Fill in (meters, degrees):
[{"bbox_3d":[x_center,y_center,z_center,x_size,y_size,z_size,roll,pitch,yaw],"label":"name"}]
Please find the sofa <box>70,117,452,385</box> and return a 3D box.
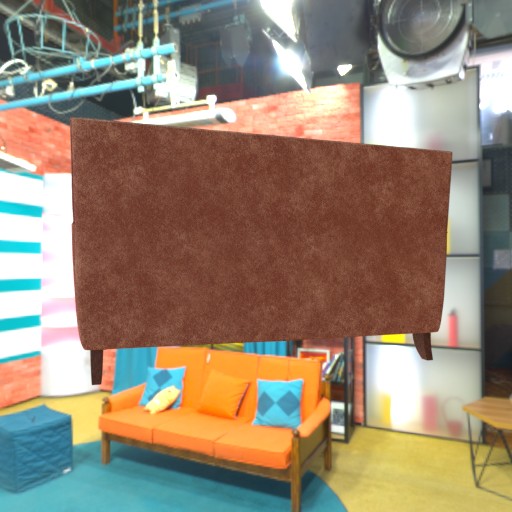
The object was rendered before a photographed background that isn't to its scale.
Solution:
[{"bbox_3d":[0.000,0.000,1.981,1.473,0.871,0.787,0,-1,-17],"label":"sofa"}]
